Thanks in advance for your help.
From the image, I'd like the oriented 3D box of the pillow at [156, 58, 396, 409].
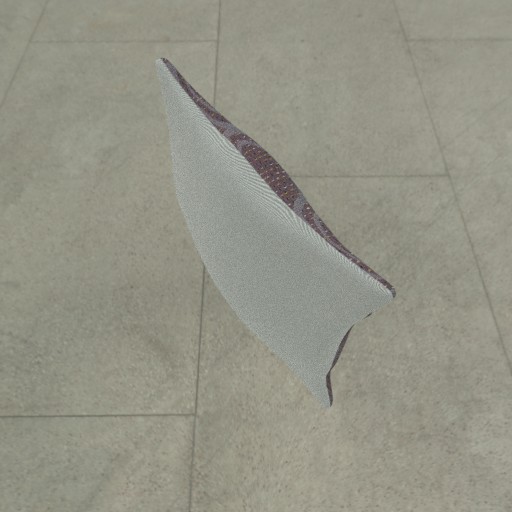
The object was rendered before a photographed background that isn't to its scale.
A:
[{"bbox_3d":[0.000,0.000,0.802,0.163,0.513,0.514,-32,63,-18],"label":"pillow"}]
